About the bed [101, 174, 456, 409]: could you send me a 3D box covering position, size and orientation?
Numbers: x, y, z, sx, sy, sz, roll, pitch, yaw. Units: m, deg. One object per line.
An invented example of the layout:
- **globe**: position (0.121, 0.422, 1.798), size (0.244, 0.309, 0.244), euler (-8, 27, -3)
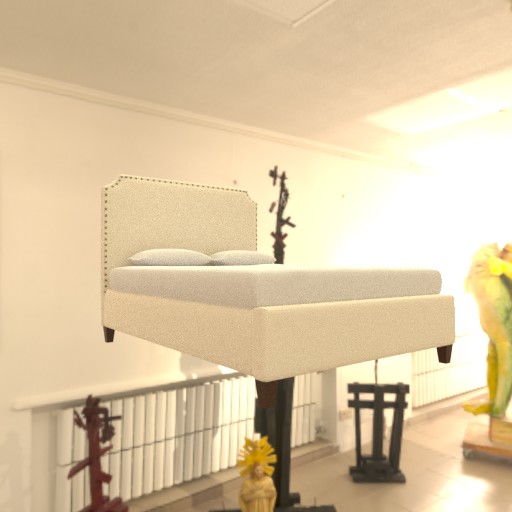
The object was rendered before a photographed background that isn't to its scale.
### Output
- **bed**: position (0.000, 0.000, 3.504), size (1.712, 1.497, 2.372), euler (1, -1, -37)
